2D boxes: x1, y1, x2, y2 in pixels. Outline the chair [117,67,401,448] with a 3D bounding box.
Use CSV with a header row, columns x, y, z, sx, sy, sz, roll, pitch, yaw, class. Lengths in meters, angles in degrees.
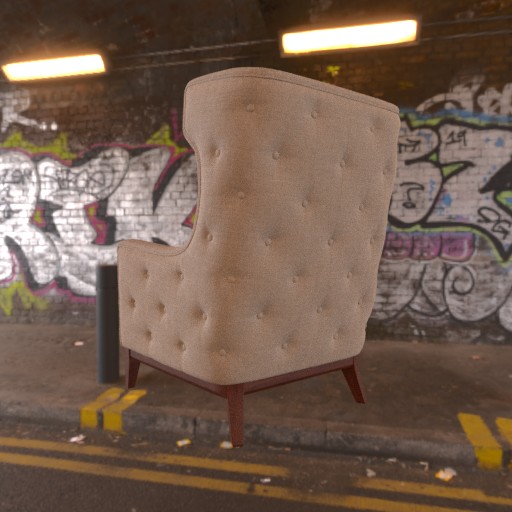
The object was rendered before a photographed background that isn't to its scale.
x,y,z,sx,sy,sz,roll,pitch,yaw,class
0.000,0.000,1.656,0.778,1.079,0.899,-2,3,-37,chair
